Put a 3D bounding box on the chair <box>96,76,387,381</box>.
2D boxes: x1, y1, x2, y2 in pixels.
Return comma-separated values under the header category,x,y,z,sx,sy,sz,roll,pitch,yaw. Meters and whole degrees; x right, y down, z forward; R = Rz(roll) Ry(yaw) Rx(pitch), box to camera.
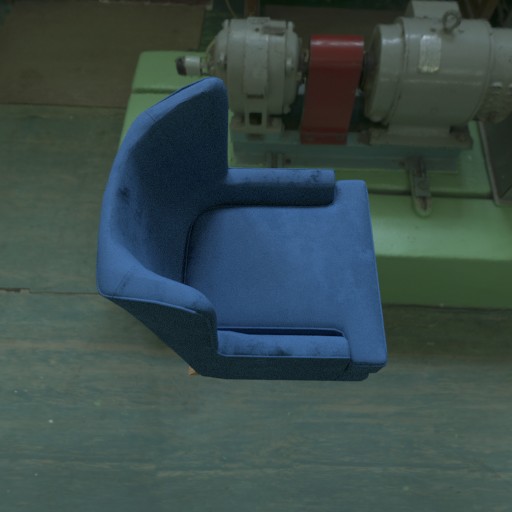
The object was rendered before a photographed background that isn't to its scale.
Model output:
category,x,y,z,sx,sy,sz,roll,pitch,yaw
chair,0.000,0.000,1.628,0.910,0.952,0.793,1,63,0
